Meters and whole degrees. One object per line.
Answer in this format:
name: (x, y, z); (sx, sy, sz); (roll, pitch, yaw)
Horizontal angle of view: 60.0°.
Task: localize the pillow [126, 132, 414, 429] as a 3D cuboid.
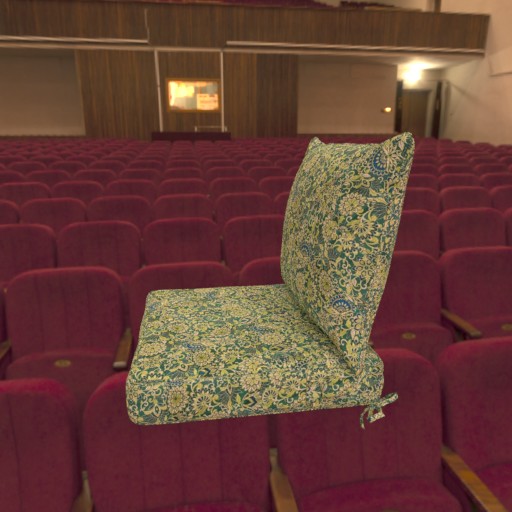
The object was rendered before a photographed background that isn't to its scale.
pillow: (0.000, 0.000, 1.362); (0.740, 0.722, 0.798); (-2, 15, -9)
